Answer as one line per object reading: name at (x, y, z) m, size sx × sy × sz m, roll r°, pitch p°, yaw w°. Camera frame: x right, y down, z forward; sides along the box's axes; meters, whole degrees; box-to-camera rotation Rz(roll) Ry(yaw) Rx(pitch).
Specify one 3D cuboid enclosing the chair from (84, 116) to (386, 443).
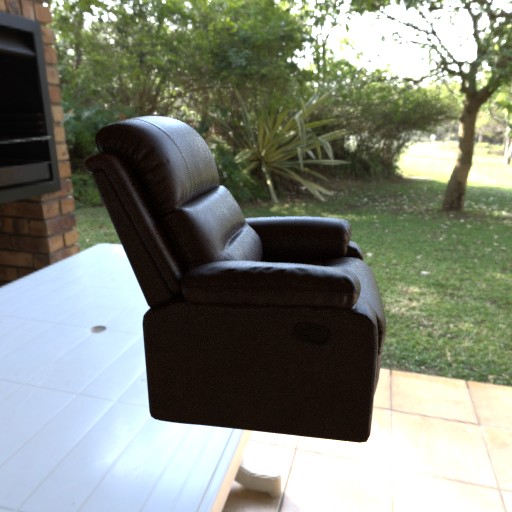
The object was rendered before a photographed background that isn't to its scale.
chair at (0.000, 0.000, 1.643) m, size 0.919 × 0.992 × 0.855 m, roll 3°, pitch 17°, yaw 9°
